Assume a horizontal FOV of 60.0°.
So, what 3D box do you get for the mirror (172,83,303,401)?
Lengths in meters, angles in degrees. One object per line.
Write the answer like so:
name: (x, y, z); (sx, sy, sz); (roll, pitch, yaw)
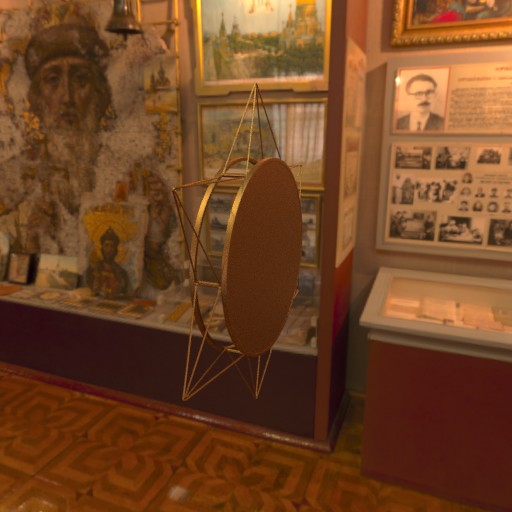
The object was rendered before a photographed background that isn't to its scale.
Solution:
mirror: (0.000, 0.000, 0.793); (0.062, 0.581, 0.498); (7, 16, 23)
